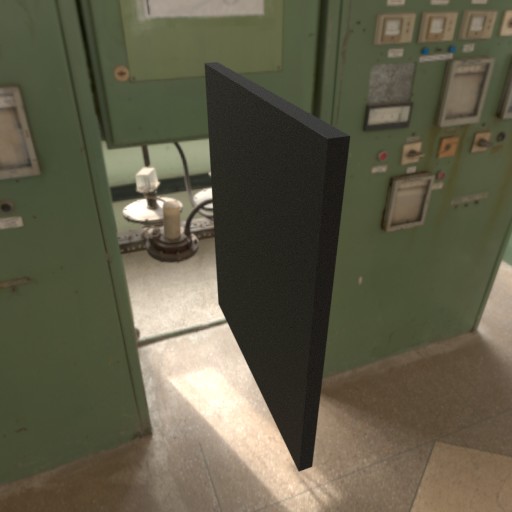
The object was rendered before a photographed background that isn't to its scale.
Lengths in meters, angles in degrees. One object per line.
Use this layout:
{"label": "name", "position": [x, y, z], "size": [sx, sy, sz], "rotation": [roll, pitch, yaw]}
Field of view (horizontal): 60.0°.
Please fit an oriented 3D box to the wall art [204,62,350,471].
{"label": "wall art", "position": [0.000, 0.000, 0.700], "size": [0.023, 0.505, 0.428], "rotation": [-11, 34, -17]}
